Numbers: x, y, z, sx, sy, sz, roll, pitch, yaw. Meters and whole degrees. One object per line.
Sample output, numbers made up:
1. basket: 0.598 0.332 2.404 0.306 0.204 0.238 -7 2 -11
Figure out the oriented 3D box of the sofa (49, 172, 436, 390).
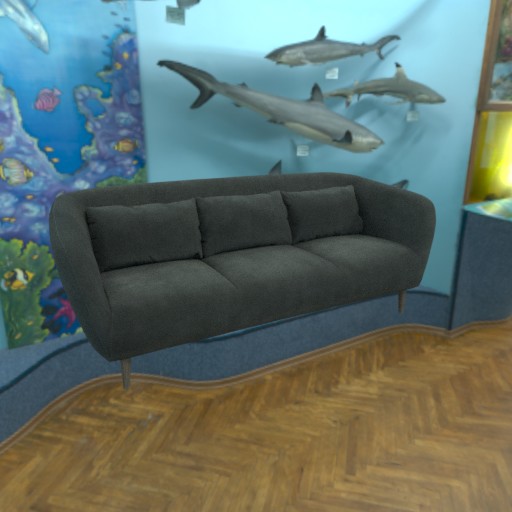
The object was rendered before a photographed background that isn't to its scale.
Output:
1. sofa: 0.000 0.000 2.744 2.296 0.875 0.956 -9 19 -28
